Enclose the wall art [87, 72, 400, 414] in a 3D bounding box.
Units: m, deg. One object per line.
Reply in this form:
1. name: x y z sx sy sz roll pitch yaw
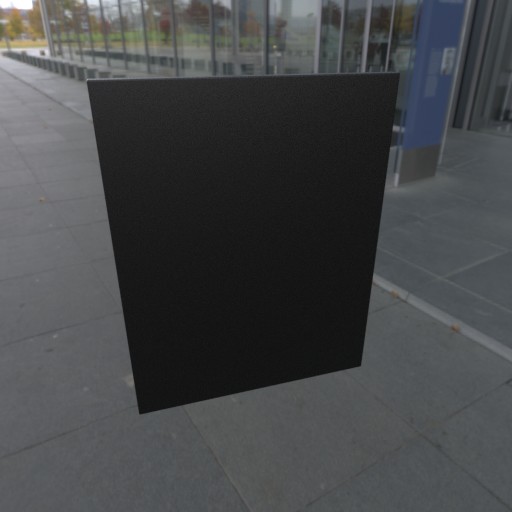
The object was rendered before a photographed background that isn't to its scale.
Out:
1. wall art: 0.000 0.000 1.578 0.950 1.194 0.053 -8 27 -15
